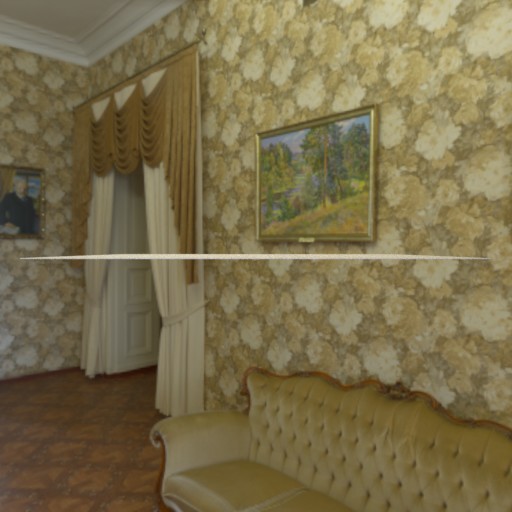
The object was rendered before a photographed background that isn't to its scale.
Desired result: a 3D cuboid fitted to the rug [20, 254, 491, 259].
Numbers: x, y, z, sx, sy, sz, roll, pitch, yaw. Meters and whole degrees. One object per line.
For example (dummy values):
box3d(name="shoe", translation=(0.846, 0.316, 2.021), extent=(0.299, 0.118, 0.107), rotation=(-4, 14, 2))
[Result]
box3d(name="rug", translation=(0.000, 0.000, 3.715), extent=(2.895, 0.006, 1.981), rotation=(0, 1, 1))
